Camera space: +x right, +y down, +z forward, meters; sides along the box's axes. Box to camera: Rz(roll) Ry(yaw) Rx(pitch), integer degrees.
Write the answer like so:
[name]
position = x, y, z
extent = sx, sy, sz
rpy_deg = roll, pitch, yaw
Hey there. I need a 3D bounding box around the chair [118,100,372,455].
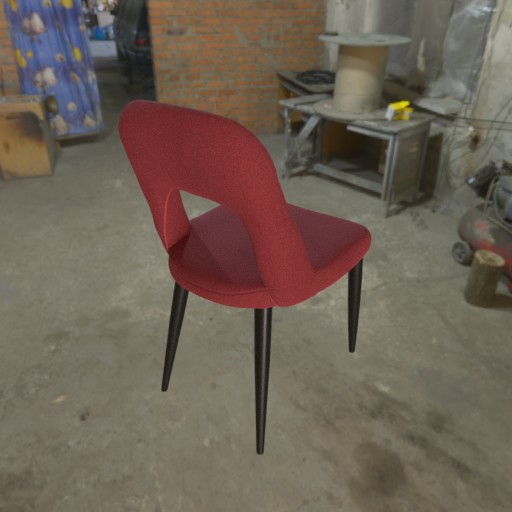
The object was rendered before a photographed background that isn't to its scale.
[chair]
position = 0.000, 0.000, 1.221
extent = 0.483, 0.892, 0.569
rpy_deg = 21, 37, 31
